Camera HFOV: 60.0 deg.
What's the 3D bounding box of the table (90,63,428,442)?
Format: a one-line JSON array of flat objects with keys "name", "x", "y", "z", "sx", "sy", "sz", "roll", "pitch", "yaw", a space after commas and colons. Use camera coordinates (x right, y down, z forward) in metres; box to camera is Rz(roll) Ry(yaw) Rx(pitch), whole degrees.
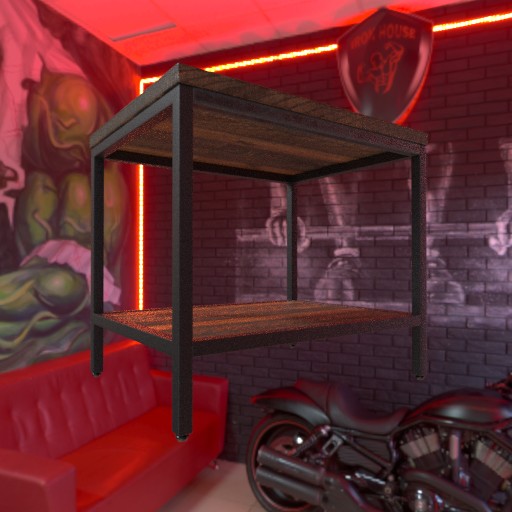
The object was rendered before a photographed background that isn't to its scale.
[{"name": "table", "x": 0.000, "y": 0.000, "z": 1.117, "sx": 0.678, "sy": 0.612, "sz": 0.524, "roll": 0, "pitch": -1, "yaw": -35}]
